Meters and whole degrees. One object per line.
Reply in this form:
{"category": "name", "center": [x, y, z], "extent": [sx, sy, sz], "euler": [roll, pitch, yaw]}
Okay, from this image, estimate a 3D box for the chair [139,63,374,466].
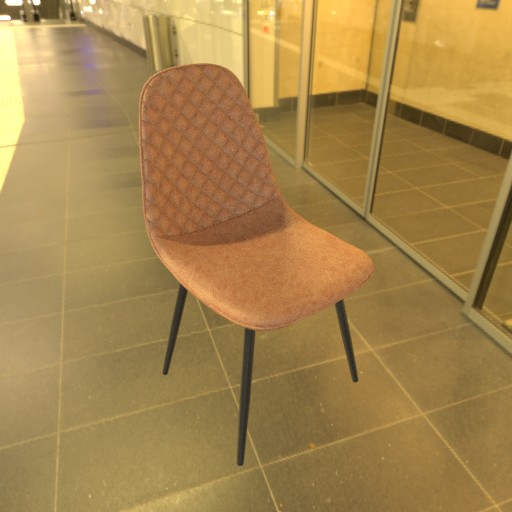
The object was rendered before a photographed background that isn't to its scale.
{"category": "chair", "center": [0.000, 0.000, 1.186], "extent": [0.472, 0.889, 0.561], "euler": [-23, 39, -32]}
